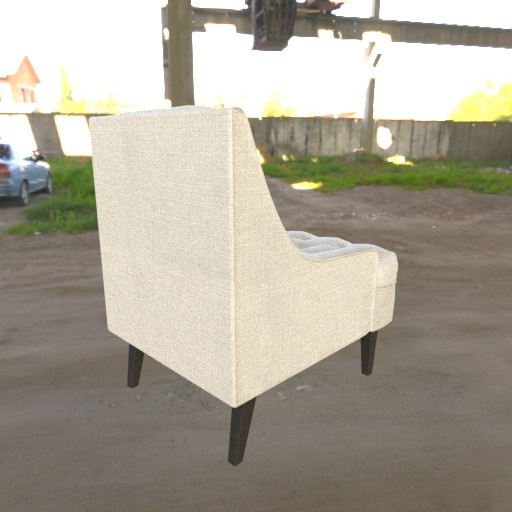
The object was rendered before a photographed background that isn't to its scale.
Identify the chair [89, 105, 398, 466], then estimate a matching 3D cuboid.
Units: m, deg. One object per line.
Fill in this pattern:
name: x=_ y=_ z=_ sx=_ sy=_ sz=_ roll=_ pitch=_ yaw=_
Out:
chair: x=0.000 y=0.000 z=1.453 sx=0.772 sy=0.891 sz=0.658 roll=-14 pitch=20 yaw=-43
